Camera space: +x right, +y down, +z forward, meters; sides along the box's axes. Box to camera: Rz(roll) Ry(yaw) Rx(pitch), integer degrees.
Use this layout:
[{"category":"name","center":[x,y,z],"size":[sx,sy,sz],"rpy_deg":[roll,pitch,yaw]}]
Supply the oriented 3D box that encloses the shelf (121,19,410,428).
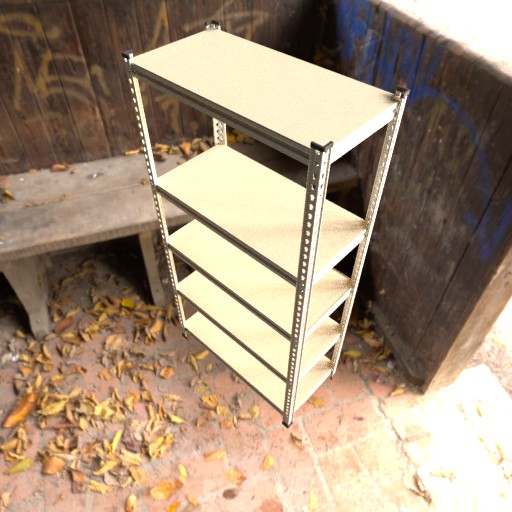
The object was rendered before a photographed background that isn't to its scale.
[{"category":"shelf","center":[0.000,0.000,2.161],"size":[0.914,1.829,0.457],"rpy_deg":[34,55,28]}]
